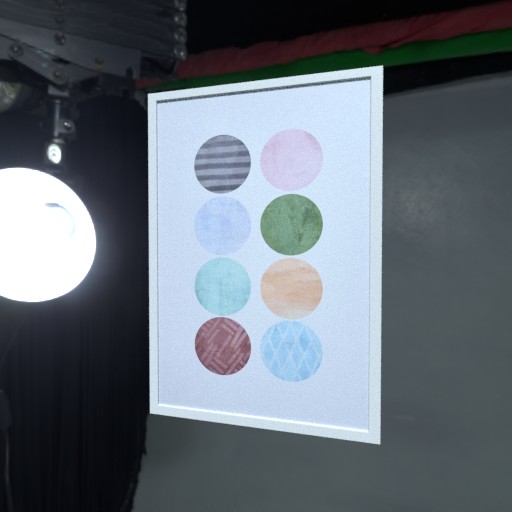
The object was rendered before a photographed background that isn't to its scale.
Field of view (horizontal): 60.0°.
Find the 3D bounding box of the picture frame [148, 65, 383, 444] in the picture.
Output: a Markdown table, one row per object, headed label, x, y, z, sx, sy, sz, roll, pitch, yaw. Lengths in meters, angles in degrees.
| label | x | y | z | sx | sy | sz | roll | pitch | yaw |
| --- | --- | --- | --- | --- | --- | --- | --- | --- | --- |
| picture frame | 0.000 | 0.000 | 1.207 | 0.659 | 0.940 | 0.013 | 0 | 2 | 18 |
